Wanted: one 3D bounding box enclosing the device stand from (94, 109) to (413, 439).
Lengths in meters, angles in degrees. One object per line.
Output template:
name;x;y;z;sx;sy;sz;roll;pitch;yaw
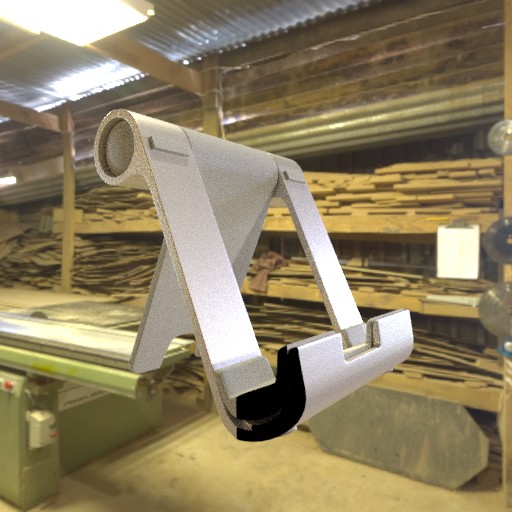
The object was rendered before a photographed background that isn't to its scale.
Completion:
device stand;0.000;0.000;0.150;0.079;0.084;0.086;1;1;37
